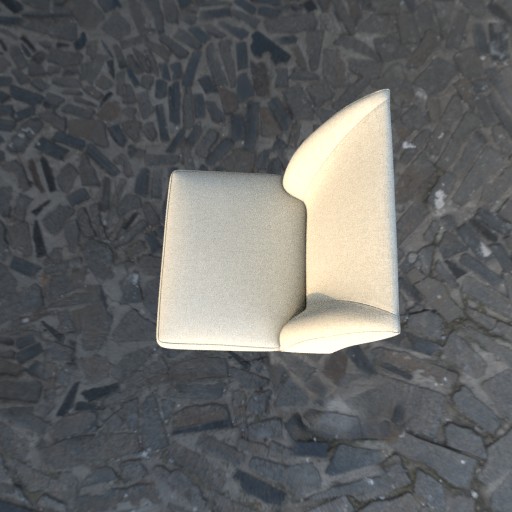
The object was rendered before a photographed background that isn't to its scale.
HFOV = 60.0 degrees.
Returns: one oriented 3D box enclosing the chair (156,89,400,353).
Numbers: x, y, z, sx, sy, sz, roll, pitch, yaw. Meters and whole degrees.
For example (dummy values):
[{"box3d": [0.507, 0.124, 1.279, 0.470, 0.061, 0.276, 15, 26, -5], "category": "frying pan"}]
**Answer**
[{"box3d": [0.000, 0.000, 1.209, 0.522, 0.863, 0.508, 2, 76, 0], "category": "chair"}]
